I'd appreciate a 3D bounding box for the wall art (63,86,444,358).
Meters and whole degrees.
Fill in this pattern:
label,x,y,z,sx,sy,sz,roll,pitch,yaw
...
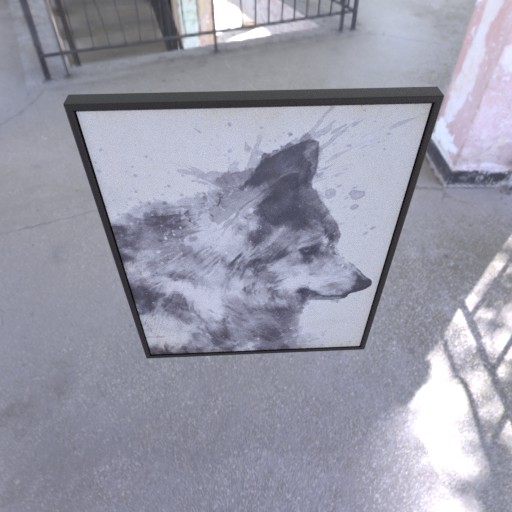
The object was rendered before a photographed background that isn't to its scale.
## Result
label,x,y,z,sx,sy,sz,roll,pitch,yaw
wall art,0.000,0.000,0.729,0.451,0.551,0.028,-2,45,-2
